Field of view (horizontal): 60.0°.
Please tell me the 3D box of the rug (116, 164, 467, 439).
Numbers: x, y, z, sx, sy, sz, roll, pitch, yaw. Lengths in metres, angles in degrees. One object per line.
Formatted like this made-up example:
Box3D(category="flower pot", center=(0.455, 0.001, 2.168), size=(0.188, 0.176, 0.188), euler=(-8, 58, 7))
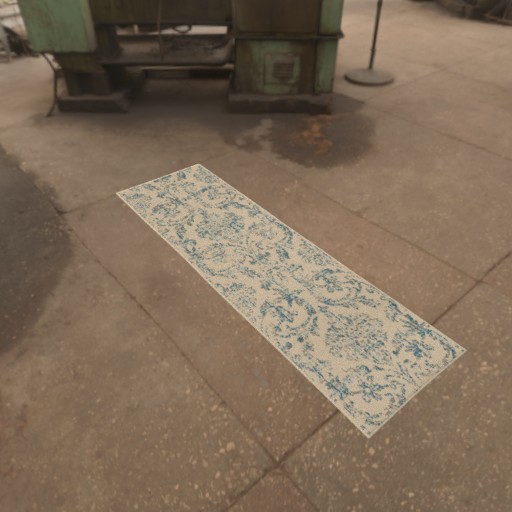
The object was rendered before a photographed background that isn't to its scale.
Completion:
Box3D(category="rug", center=(0.000, 0.000, 2.475), size=(0.662, 0.011, 2.196), euler=(-27, 47, -28))
